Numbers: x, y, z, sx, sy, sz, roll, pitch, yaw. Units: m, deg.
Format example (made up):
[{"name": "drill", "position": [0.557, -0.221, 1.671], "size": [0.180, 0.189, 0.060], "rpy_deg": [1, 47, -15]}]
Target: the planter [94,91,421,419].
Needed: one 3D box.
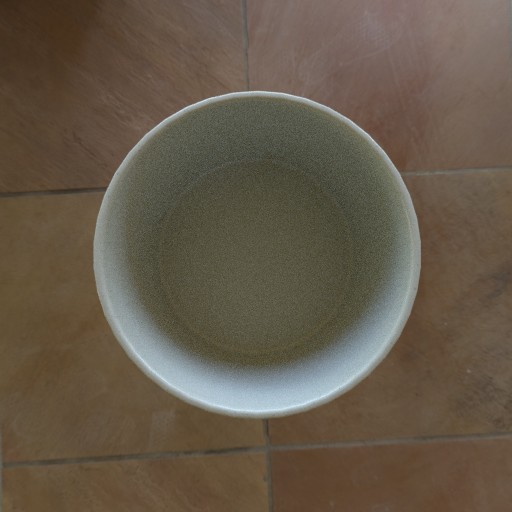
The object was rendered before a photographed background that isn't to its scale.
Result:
[{"name": "planter", "position": [0.000, 0.000, 0.390], "size": [0.192, 0.263, 0.192], "rpy_deg": [0, 90, 0]}]
